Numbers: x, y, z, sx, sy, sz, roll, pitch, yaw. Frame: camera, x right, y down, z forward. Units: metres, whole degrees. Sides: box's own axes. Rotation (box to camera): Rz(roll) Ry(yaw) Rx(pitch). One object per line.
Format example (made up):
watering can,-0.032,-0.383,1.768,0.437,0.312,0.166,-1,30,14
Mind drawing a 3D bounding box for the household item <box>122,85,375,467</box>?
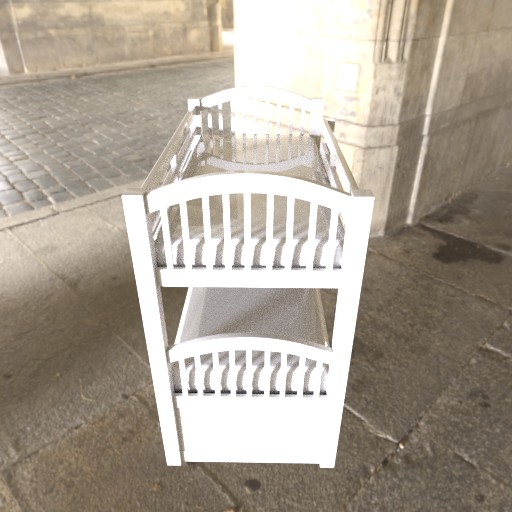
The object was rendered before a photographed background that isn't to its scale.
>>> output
household item,0.000,0.000,3.277,1.143,2.032,2.032,1,31,1
